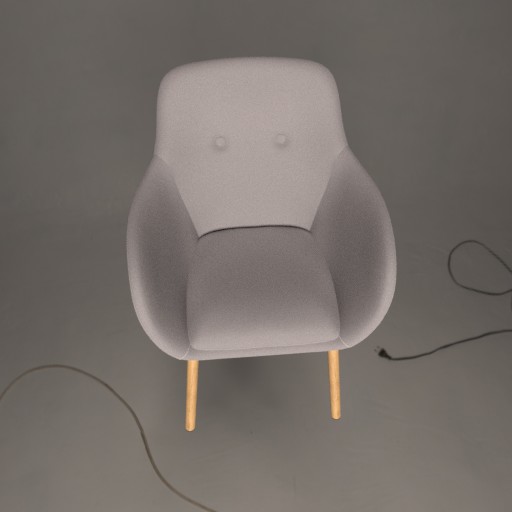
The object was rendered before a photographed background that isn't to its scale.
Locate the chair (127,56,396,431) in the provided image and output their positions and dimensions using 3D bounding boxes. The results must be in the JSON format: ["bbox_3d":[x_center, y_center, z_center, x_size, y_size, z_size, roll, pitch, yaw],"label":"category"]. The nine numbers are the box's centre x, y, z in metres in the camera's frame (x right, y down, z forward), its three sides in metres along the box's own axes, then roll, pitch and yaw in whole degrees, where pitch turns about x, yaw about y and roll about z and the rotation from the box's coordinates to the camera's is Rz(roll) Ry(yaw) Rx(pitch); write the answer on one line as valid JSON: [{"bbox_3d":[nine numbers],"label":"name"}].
[{"bbox_3d":[0.000,0.000,1.198,0.570,0.830,0.590,-3,47,-3],"label":"chair"}]
